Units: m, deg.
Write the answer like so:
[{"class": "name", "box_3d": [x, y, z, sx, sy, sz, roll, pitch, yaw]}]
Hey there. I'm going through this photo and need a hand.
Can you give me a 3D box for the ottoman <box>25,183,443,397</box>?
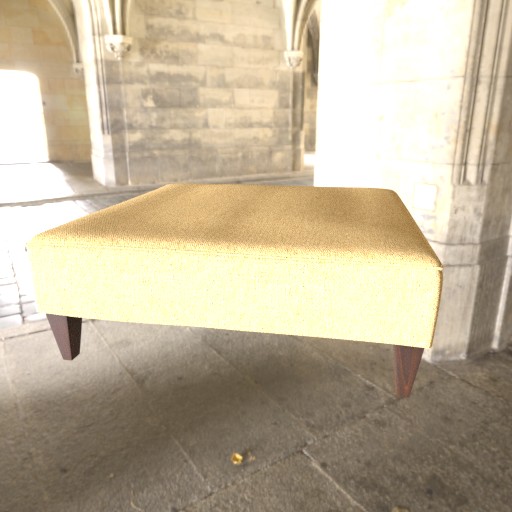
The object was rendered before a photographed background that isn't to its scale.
[{"class": "ottoman", "box_3d": [0.000, 0.000, 1.482, 0.981, 0.378, 0.970, 3, 18, 10]}]
